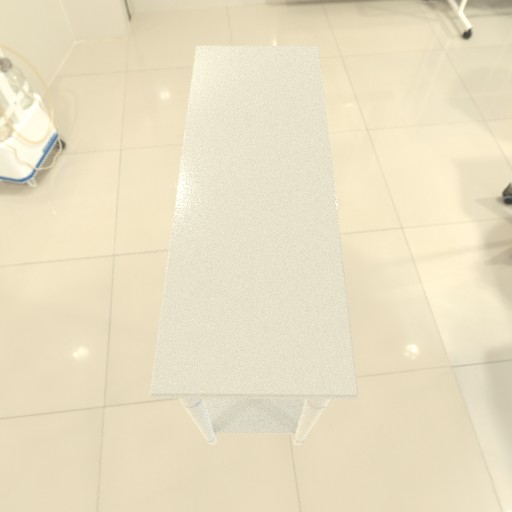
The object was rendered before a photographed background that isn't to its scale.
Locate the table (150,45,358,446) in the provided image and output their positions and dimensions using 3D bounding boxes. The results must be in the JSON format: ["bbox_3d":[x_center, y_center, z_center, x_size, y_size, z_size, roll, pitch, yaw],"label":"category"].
[{"bbox_3d":[0.000,0.000,1.404,0.381,0.749,1.067,0,58,0],"label":"table"}]
